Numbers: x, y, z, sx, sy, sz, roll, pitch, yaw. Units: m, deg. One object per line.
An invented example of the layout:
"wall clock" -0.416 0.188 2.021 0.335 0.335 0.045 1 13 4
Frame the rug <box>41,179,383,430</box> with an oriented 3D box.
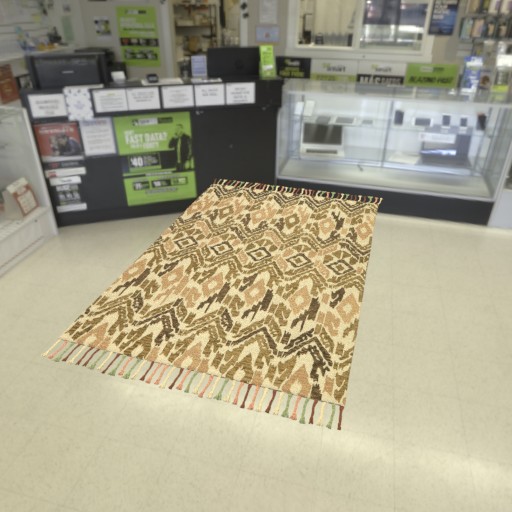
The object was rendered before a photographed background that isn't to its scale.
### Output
"rug" 0.000 0.000 2.985 1.524 0.008 2.438 9 33 14
